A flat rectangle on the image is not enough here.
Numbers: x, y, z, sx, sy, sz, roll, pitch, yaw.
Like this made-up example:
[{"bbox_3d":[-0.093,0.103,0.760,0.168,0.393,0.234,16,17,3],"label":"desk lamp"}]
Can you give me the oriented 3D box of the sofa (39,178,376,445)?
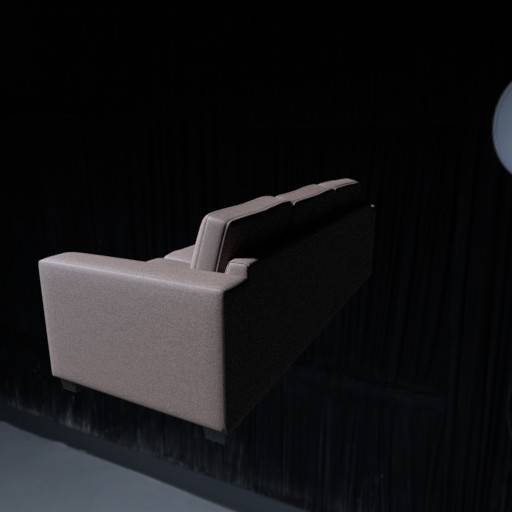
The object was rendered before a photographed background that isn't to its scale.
[{"bbox_3d":[0.000,0.000,2.553,0.900,0.806,2.160,7,16,26],"label":"sofa"}]
